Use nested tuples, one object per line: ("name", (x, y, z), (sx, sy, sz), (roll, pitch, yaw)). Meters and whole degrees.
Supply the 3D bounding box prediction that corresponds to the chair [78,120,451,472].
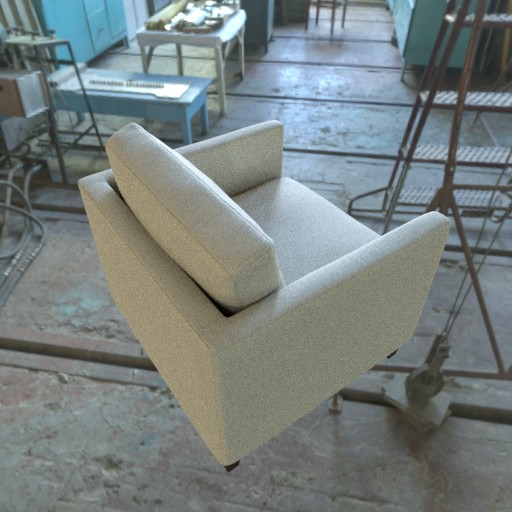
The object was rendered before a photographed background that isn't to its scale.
("chair", (0.000, 0.000, 1.700), (0.959, 0.919, 0.996), (-25, 47, -26))
